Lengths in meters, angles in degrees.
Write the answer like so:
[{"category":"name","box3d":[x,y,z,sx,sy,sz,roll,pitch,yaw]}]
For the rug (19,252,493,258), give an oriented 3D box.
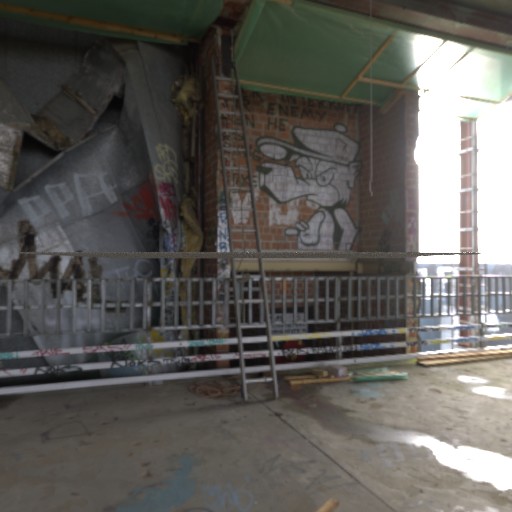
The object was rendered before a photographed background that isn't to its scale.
[{"category":"rug","box3d":[0.000,0.000,3.692,2.890,0.013,2.005,0,-1,0]}]
